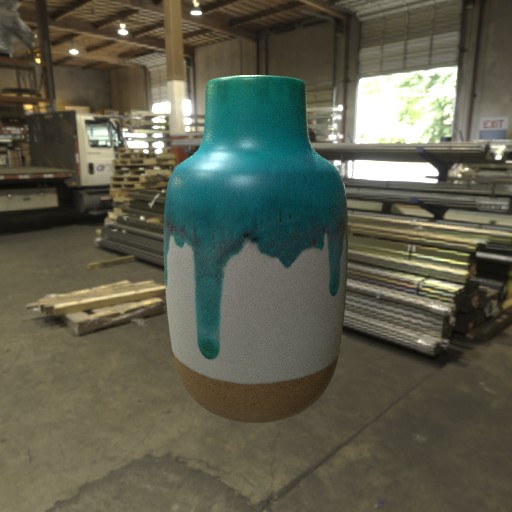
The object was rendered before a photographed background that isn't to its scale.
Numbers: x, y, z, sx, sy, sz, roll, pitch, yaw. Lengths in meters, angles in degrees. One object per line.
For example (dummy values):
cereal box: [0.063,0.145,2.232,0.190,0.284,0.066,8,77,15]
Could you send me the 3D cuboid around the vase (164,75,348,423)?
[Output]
vase: [0.000,0.000,0.260,0.106,0.192,0.106,0,14,0]
